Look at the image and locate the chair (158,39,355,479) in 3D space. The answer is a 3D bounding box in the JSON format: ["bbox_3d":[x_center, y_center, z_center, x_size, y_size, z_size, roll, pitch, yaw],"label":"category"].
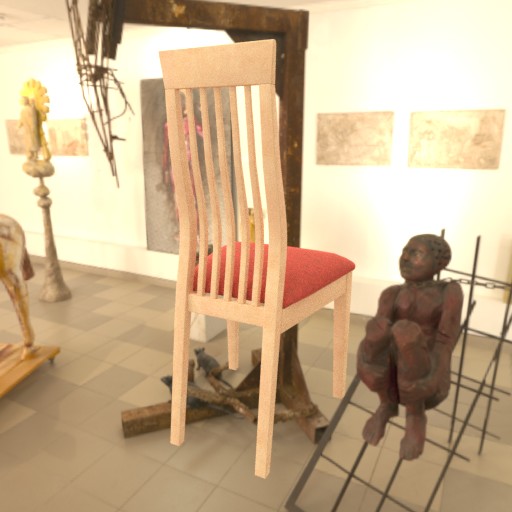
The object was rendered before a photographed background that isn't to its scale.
[{"bbox_3d":[0.000,0.000,1.251,0.460,1.027,0.474,8,17,26],"label":"chair"}]
